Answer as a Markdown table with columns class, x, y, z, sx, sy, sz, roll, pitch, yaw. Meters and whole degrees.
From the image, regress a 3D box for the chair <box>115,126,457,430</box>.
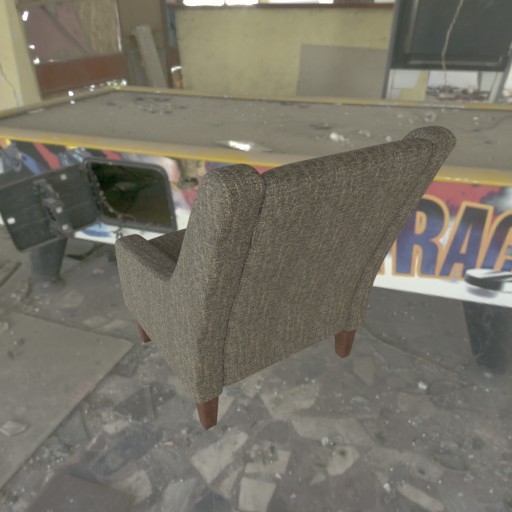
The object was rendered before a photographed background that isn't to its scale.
| class | x | y | z | sx | sy | sz | roll | pitch | yaw |
| --- | --- | --- | --- | --- | --- | --- | --- | --- | --- |
| chair | 0.000 | 0.000 | 1.653 | 0.793 | 1.012 | 0.944 | -18 | 33 | -30 |
